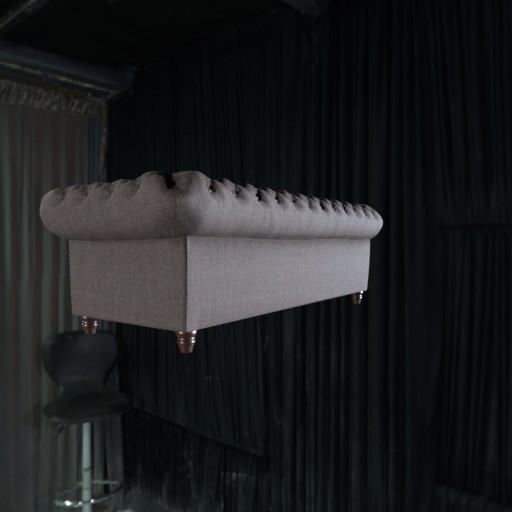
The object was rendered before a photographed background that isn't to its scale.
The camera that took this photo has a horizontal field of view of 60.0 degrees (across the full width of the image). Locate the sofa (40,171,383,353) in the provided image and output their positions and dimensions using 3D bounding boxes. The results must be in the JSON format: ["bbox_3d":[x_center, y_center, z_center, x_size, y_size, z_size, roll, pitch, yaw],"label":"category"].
[{"bbox_3d":[0.000,0.000,2.868,0.944,0.787,2.385,1,2,35],"label":"sofa"}]
